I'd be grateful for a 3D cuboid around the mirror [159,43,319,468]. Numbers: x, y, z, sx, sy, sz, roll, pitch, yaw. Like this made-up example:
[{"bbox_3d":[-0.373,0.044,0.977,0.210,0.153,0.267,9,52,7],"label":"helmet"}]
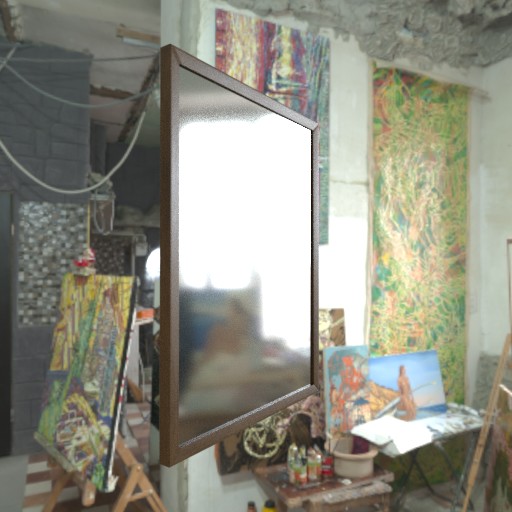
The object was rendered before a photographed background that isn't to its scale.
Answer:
[{"bbox_3d":[0.000,0.000,1.382,0.040,1.016,0.762,0,-1,36],"label":"mirror"}]
